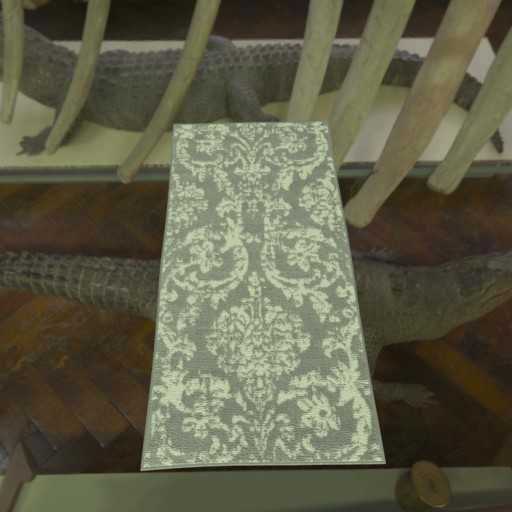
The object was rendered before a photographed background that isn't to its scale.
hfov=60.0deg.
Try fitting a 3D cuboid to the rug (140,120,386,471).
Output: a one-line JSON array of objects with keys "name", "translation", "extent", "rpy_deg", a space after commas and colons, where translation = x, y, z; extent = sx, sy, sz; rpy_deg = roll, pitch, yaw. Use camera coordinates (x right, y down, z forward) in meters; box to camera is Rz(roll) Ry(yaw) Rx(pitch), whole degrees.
[{"name": "rug", "translation": [0.000, 0.000, 1.405], "extent": [0.604, 0.007, 1.219], "rpy_deg": [-1, 59, -1]}]
